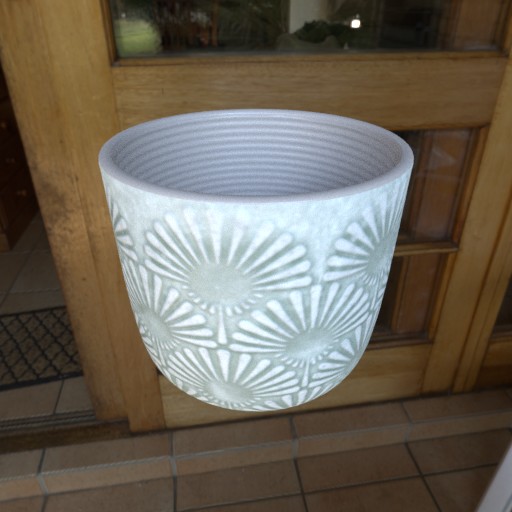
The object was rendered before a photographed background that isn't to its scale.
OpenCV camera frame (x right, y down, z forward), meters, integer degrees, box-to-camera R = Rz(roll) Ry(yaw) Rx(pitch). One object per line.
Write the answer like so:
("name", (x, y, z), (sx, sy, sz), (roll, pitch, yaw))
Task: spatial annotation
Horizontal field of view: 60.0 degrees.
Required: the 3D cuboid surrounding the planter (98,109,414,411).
("planter", (0.000, 0.000, 0.208), (0.124, 0.109, 0.124), (0, 30, 0))
